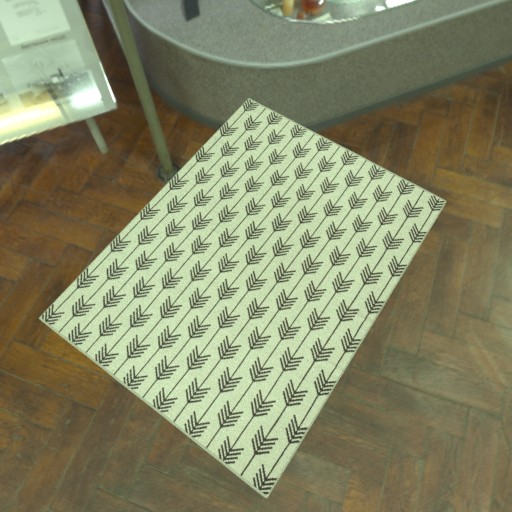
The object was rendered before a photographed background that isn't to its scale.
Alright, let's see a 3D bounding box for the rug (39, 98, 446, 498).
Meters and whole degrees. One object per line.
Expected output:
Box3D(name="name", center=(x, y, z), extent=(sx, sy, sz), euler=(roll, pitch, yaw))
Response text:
Box3D(name="rug", center=(0.000, 0.000, 3.990), extent=(2.330, 0.010, 3.061), euler=(32, 68, 15))
